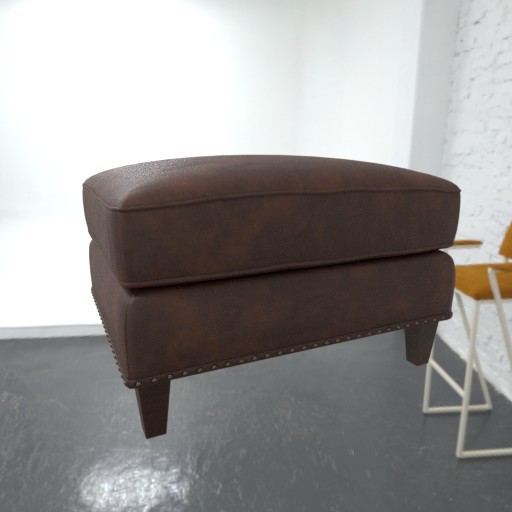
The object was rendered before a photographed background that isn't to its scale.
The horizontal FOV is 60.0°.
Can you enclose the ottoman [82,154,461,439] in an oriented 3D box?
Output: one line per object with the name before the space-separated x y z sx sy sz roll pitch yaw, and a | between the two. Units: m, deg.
ottoman | 0.000 0.000 1.090 0.742 0.486 0.586 -6 15 -25
